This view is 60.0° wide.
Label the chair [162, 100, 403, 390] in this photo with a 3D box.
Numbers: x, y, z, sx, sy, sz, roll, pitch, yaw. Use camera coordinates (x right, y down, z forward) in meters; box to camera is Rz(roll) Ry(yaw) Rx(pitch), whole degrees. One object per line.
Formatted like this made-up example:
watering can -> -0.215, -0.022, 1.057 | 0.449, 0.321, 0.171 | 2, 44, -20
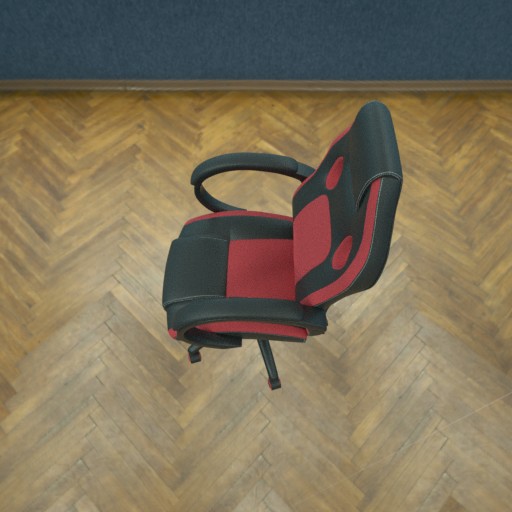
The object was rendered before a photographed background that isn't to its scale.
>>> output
chair -> 0.000, 0.000, 1.613 | 0.724, 1.187, 0.673 | 1, 59, 1
